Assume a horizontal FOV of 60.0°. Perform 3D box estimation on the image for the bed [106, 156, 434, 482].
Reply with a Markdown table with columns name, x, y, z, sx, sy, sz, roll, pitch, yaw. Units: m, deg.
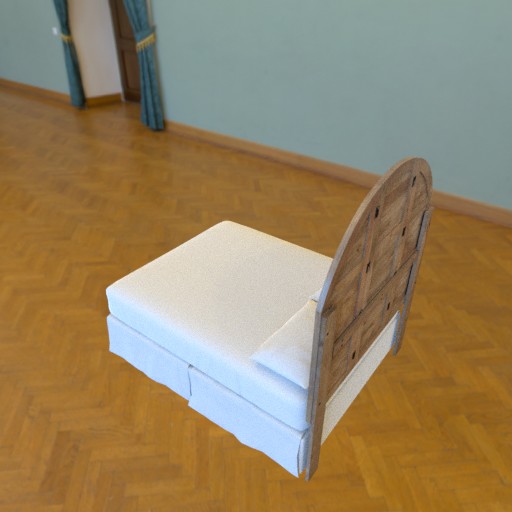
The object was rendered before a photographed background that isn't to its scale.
| name | x | y | z | sx | sy | sz | roll | pitch | yaw |
| --- | --- | --- | --- | --- | --- | --- | --- | --- | --- |
| bed | 0.000 | 0.000 | 3.530 | 2.112 | 2.002 | 1.713 | 22 | 39 | 31 |
